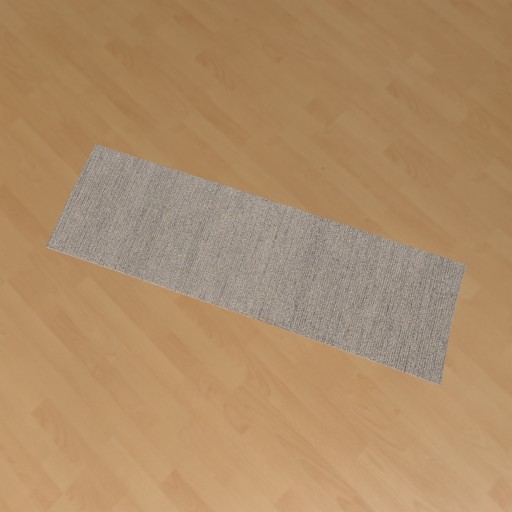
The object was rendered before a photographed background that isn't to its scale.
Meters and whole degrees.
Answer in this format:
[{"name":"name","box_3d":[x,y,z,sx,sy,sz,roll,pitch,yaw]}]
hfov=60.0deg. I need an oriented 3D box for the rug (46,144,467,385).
[{"name":"rug","box_3d":[0.000,0.000,2.523,2.320,0.032,0.692,19,76,5]}]
